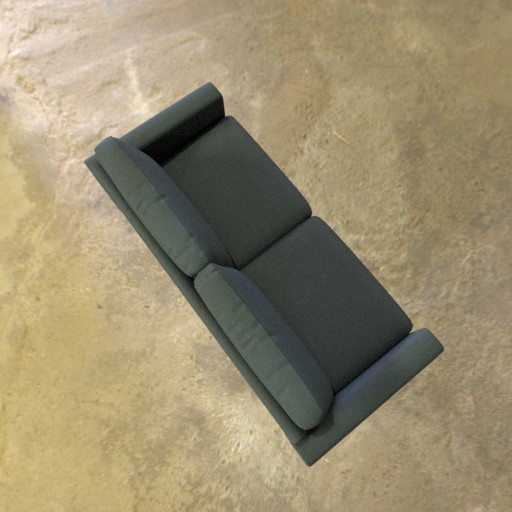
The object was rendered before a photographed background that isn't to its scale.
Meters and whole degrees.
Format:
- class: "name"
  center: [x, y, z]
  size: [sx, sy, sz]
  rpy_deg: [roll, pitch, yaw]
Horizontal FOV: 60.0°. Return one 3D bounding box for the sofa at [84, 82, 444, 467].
- class: "sofa"
  center: [0.000, 0.000, 2.382]
  size: [0.877, 0.865, 1.900]
  rpy_deg: [-36, 77, -10]
